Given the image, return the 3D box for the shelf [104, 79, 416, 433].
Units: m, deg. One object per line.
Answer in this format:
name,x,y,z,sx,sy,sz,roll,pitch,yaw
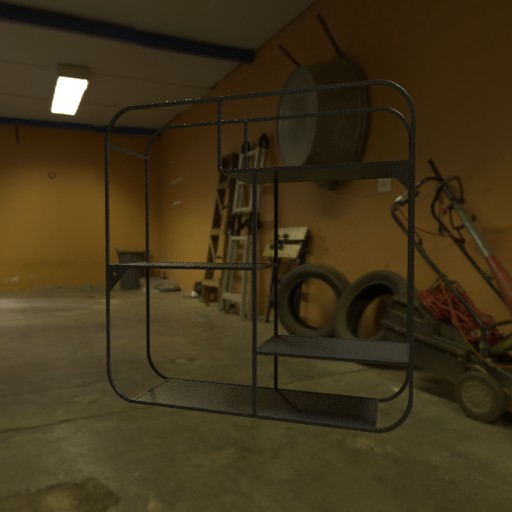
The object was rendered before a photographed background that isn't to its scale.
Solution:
shelf,0.000,0.000,0.900,0.600,0.600,0.160,1,2,17
